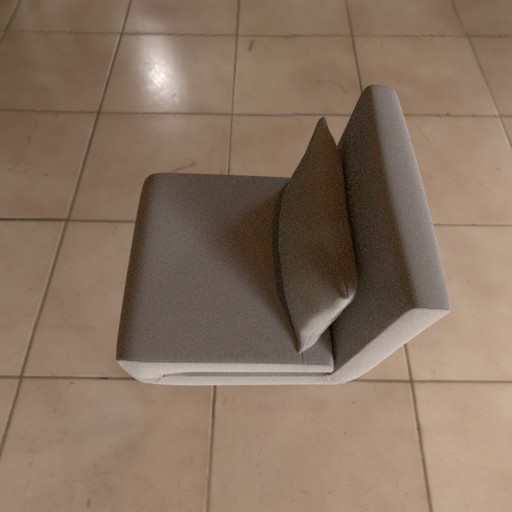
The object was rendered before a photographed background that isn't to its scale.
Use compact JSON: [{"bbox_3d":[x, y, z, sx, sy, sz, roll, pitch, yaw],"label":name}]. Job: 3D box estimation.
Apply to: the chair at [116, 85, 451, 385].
[{"bbox_3d":[0.000,0.000,1.514,0.902,0.808,0.770,0,59,0],"label":"chair"}]
